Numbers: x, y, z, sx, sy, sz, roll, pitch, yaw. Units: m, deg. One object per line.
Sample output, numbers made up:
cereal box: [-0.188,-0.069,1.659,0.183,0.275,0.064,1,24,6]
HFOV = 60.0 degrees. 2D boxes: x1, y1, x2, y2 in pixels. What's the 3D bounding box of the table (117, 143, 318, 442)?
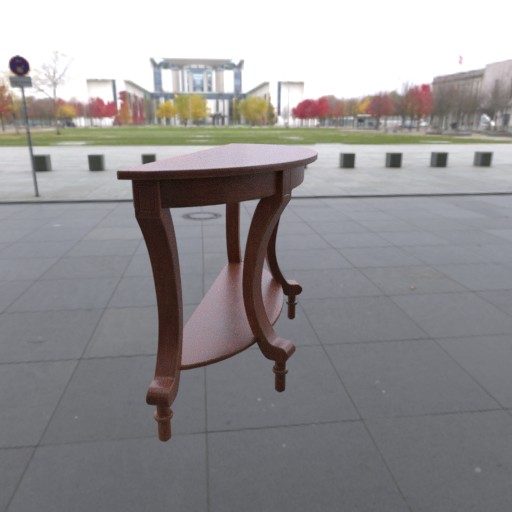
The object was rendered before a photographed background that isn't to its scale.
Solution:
table: [0.000,0.000,1.530,0.394,0.699,1.198,2,17,8]
